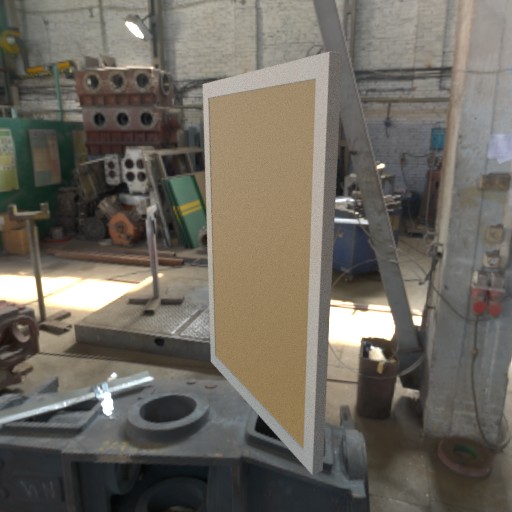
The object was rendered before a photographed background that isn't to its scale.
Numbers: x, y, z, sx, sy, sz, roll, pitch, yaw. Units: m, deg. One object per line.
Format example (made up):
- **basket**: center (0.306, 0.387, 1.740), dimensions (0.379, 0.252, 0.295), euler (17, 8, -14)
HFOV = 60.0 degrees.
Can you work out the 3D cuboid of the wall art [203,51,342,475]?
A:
- **wall art**: center (0.000, 0.000, 1.480), dimensions (0.038, 1.143, 0.764), euler (-8, 17, -27)
